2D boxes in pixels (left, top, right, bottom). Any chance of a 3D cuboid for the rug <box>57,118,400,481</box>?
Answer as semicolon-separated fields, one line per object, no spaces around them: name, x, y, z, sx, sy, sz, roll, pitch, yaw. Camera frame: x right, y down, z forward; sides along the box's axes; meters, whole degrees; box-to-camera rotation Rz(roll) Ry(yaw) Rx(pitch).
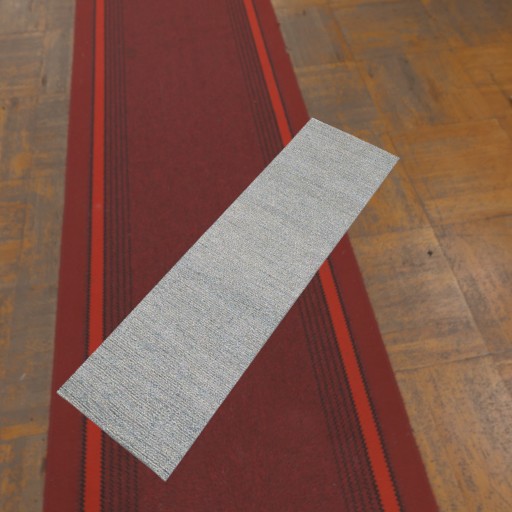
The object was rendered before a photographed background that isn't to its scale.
rug;0.000;0.000;2.509;0.675;0.037;2.341;31;63;18
